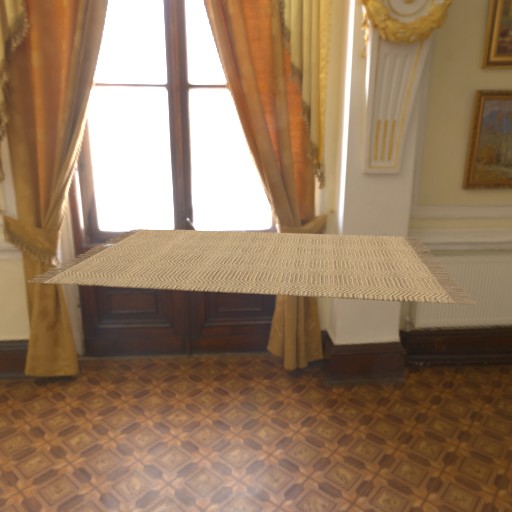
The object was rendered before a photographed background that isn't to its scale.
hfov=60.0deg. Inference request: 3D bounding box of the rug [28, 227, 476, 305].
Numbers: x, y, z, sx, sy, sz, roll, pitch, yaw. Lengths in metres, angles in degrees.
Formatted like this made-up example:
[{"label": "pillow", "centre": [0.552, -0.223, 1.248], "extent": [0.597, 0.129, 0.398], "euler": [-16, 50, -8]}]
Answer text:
[{"label": "rug", "centre": [0.000, 0.000, 2.525], "extent": [2.021, 0.027, 1.224], "euler": [2, 16, 8]}]
